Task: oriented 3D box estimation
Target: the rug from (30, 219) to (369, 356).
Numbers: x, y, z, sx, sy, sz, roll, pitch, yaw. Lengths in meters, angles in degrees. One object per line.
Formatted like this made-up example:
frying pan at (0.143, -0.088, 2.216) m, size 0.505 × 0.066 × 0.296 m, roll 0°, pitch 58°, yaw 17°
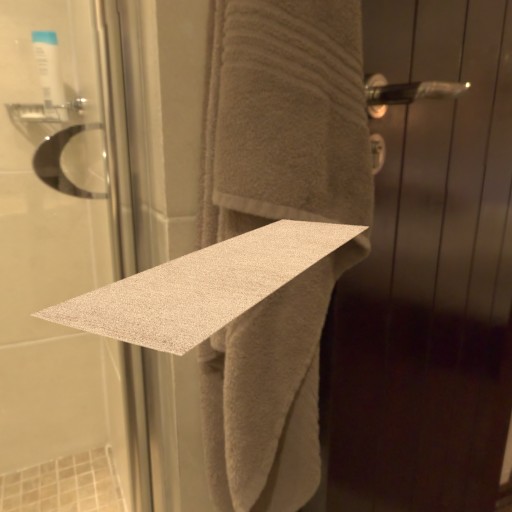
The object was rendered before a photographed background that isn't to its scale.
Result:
rug at (0.000, 0.000, 2.519) m, size 0.712 × 0.013 × 2.346 m, roll 8°, pitch 17°, yaw 27°
